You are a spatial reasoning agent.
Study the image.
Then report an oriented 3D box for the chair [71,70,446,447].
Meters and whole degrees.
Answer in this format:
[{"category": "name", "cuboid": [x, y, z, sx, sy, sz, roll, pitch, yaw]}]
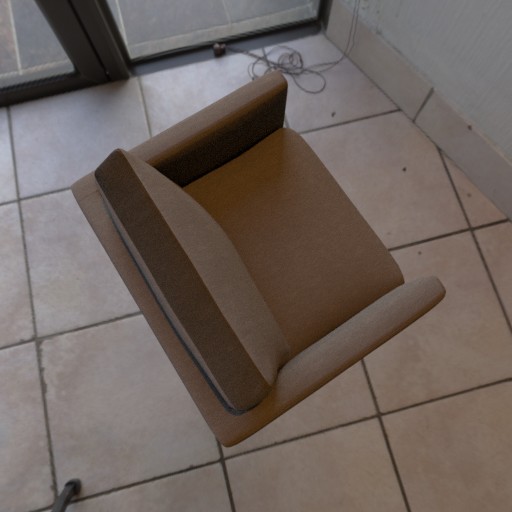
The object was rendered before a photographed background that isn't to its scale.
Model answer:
[{"category": "chair", "cuboid": [0.000, 0.000, 1.829, 0.959, 0.963, 1.107, -32, 78, -8]}]
